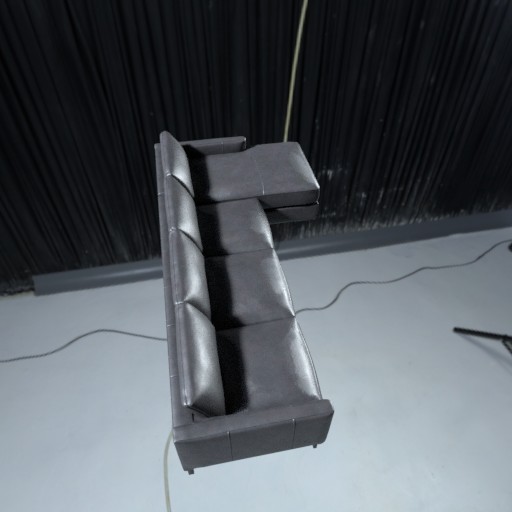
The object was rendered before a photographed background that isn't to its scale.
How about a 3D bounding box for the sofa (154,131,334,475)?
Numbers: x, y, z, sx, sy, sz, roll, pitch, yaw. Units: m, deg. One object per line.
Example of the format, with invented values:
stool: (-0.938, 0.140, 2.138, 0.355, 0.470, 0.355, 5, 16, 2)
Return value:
sofa: (0.000, 0.000, 3.602, 1.471, 0.859, 2.993, -8, 46, -8)
